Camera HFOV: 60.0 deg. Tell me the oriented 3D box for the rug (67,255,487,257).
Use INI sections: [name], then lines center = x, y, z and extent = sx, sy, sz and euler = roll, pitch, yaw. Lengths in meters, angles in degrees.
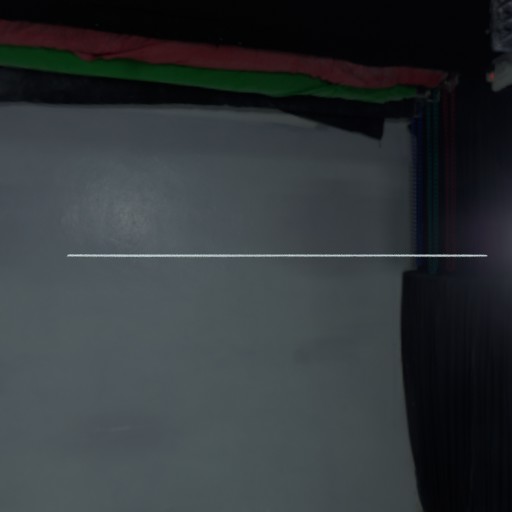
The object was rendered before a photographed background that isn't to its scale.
[rug]
center = 0.000, 0.000, 3.953
extent = 2.895, 0.018, 2.288
euler = 0, 0, -18
